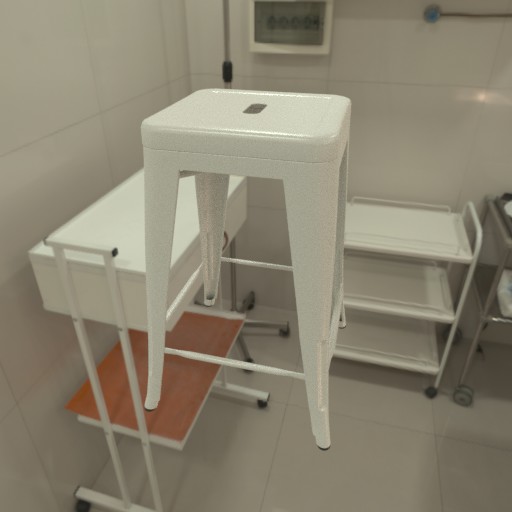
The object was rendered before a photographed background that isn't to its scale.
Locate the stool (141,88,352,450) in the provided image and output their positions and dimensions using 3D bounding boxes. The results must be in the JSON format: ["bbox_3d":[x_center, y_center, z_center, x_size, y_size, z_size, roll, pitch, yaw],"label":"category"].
[{"bbox_3d":[0.000,0.000,0.930,0.406,0.610,0.406,8,32,12],"label":"stool"}]
